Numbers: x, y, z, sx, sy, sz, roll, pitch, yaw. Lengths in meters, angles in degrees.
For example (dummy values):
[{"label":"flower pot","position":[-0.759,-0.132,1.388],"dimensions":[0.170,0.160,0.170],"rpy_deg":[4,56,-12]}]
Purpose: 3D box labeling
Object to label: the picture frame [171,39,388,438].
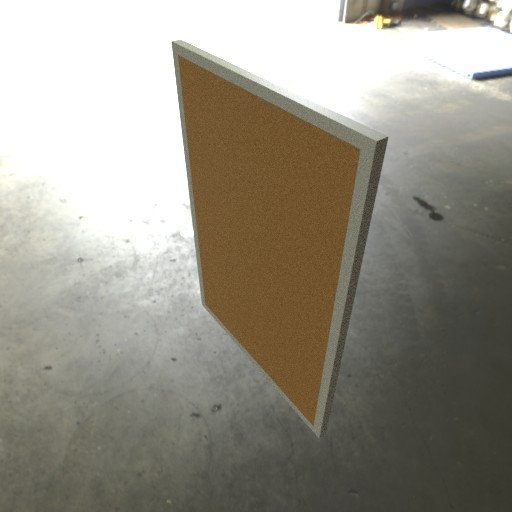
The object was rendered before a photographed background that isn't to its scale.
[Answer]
[{"label":"picture frame","position":[0.000,0.000,0.551],"dimensions":[0.013,0.434,0.305],"rpy_deg":[-26,47,-27]}]
